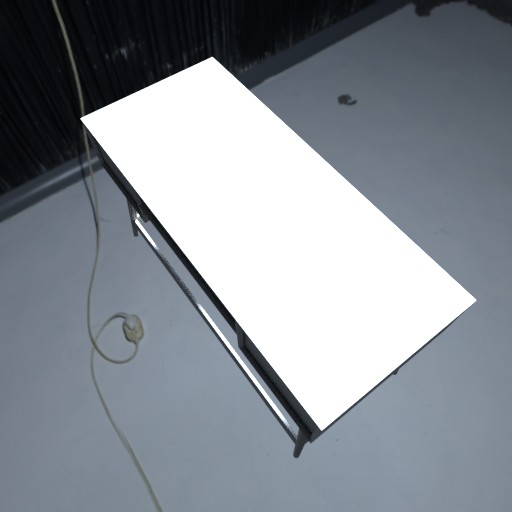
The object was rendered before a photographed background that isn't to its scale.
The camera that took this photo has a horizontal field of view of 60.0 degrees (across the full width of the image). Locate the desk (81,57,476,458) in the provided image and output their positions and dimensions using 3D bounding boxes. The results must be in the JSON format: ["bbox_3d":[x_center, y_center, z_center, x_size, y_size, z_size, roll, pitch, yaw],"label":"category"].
[{"bbox_3d":[0.000,0.000,1.745,0.589,0.762,1.313,-33,65,-17],"label":"desk"}]
